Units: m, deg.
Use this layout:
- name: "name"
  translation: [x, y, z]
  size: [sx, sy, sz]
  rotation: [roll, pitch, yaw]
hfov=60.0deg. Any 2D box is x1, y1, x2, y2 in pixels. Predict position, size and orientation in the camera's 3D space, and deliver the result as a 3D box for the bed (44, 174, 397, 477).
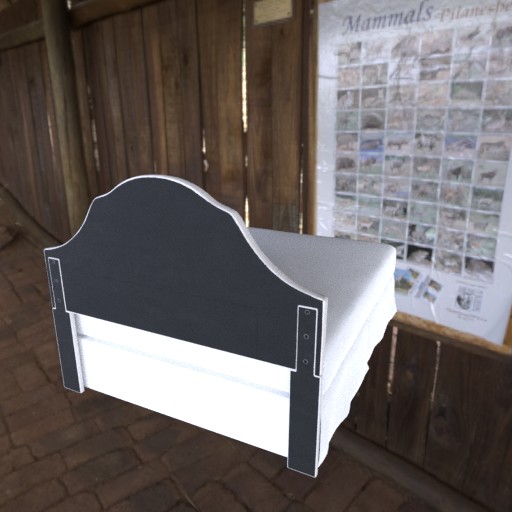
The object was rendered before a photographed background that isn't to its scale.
- name: "bed"
  translation: [0.000, 0.000, 3.689]
  size: [2.039, 1.617, 2.477]
  rotation: [8, 20, 25]
